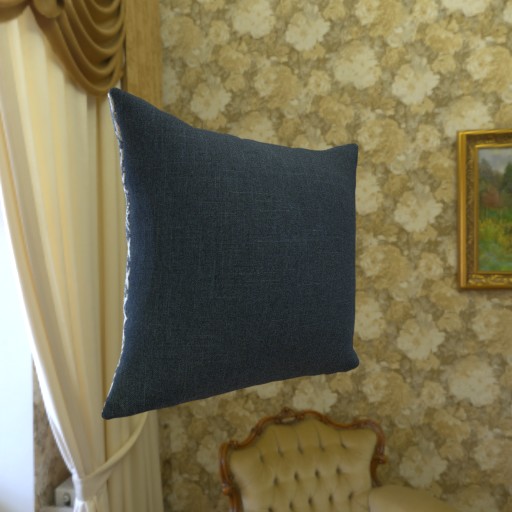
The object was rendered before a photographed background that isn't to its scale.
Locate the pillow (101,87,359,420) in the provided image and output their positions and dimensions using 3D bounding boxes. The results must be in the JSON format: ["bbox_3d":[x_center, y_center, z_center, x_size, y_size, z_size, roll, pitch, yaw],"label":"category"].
[{"bbox_3d":[0.000,0.000,0.793,0.546,0.487,0.180,0,0,-37],"label":"pillow"}]
